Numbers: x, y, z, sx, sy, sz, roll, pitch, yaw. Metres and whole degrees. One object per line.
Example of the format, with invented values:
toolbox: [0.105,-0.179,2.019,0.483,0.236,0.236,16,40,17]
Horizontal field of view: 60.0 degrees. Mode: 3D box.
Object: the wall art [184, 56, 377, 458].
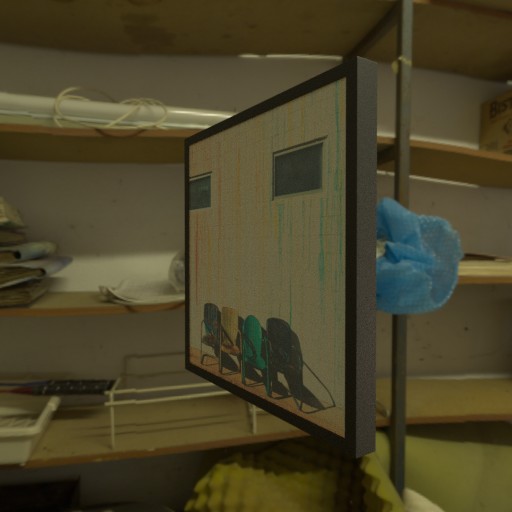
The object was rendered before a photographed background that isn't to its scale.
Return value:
wall art: [0.000,0.000,0.777,0.037,0.506,0.506,-1,1,-34]
